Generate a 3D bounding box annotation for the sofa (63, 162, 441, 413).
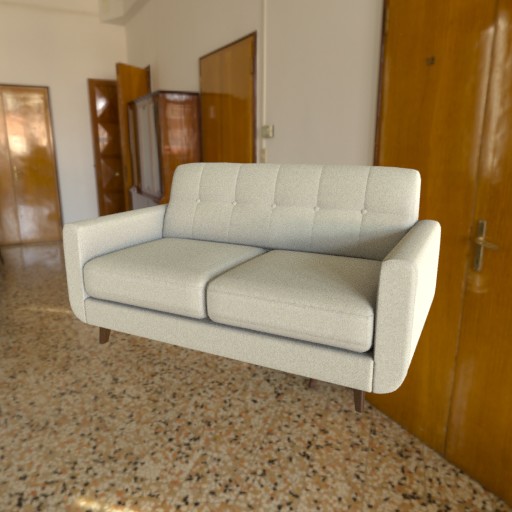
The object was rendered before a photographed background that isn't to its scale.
[{"bbox_3d":[0.000,0.000,2.242,1.655,0.892,0.980,7,16,26],"label":"sofa"}]
